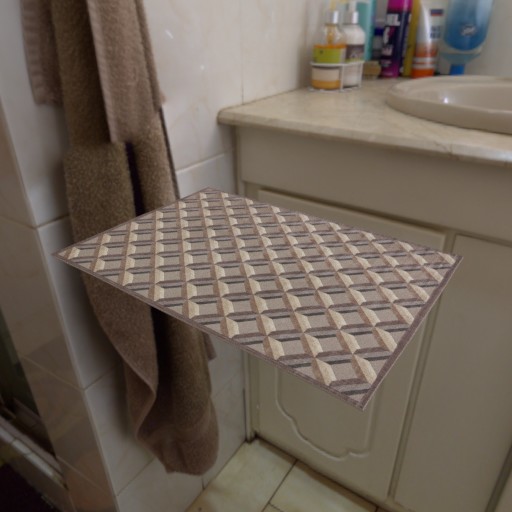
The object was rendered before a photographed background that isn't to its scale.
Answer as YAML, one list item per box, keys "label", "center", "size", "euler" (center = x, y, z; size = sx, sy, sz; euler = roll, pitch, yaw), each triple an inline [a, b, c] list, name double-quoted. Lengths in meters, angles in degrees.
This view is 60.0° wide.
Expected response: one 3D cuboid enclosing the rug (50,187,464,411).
- label: "rug"
  center: [0.000, 0.000, 2.960]
  size: [2.260, 0.013, 1.600]
  euler: [20, 35, 31]
